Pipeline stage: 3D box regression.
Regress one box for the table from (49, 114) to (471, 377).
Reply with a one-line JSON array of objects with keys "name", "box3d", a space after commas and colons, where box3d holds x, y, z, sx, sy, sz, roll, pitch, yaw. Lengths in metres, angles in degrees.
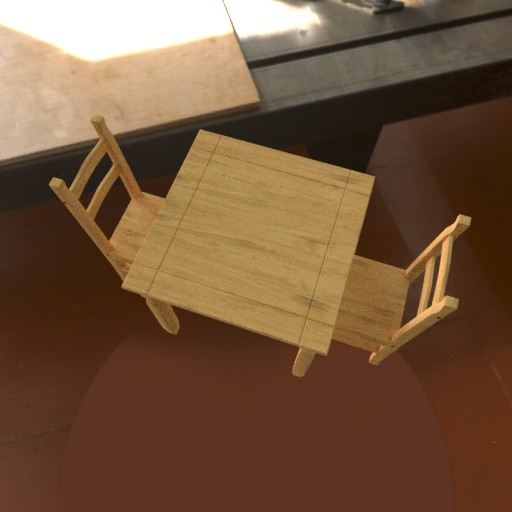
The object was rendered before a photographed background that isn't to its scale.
[{"name": "table", "box3d": [0.000, 0.000, 2.039, 1.501, 0.942, 0.813, 17, 66, 8]}]
